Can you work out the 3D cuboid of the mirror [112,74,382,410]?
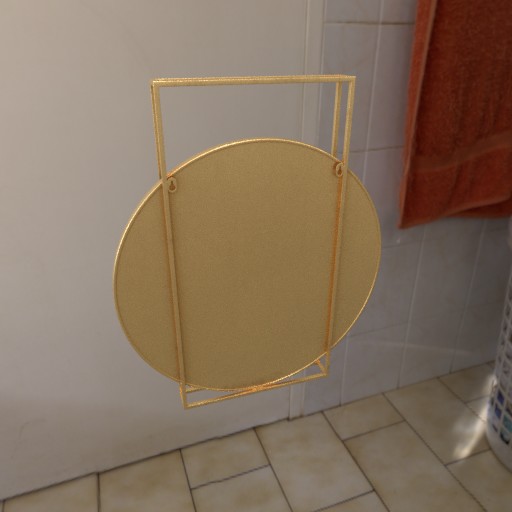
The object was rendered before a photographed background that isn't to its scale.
[{"bbox_3d":[0.000,0.000,0.806,0.508,0.603,0.051,-8,27,-16],"label":"mirror"}]
